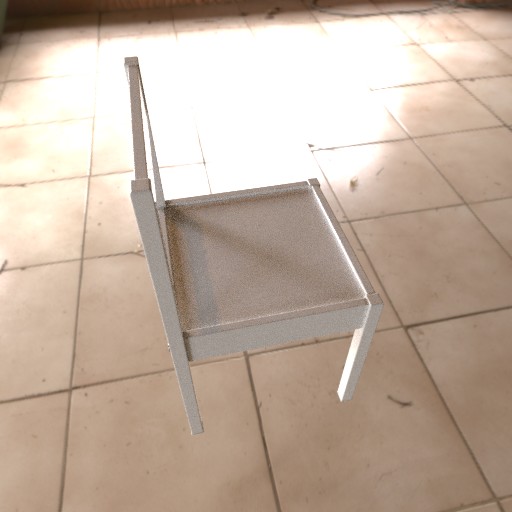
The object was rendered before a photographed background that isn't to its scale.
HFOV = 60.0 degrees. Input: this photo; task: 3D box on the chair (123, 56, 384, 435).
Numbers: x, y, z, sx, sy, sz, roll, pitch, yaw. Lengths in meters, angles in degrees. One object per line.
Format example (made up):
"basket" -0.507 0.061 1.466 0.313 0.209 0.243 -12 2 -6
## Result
"chair" 0.000 0.000 0.669 0.285 0.505 0.285 -9 47 -9
